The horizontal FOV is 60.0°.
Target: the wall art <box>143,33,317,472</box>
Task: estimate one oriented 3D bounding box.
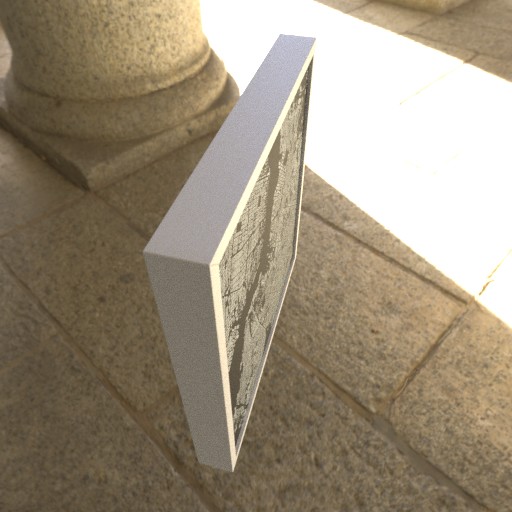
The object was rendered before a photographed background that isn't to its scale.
[{"bbox_3d":[0.000,0.000,0.434,0.037,0.305,0.305,11,47,11],"label":"wall art"}]
